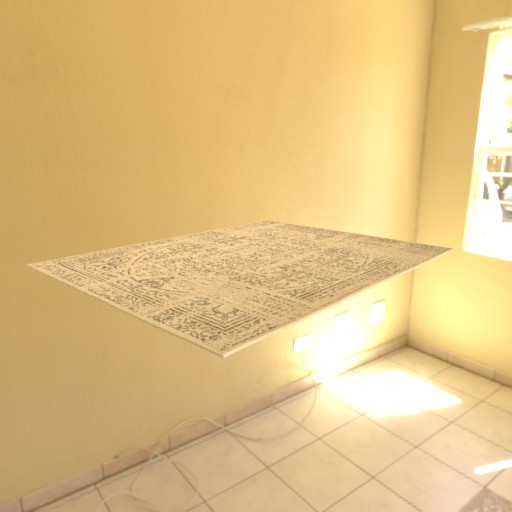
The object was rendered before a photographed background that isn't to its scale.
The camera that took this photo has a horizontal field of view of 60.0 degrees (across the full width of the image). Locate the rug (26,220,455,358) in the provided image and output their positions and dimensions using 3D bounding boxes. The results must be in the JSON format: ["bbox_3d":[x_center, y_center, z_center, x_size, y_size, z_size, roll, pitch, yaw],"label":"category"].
[{"bbox_3d":[0.000,0.000,3.793,2.311,0.032,2.921,13,19,41],"label":"rug"}]
